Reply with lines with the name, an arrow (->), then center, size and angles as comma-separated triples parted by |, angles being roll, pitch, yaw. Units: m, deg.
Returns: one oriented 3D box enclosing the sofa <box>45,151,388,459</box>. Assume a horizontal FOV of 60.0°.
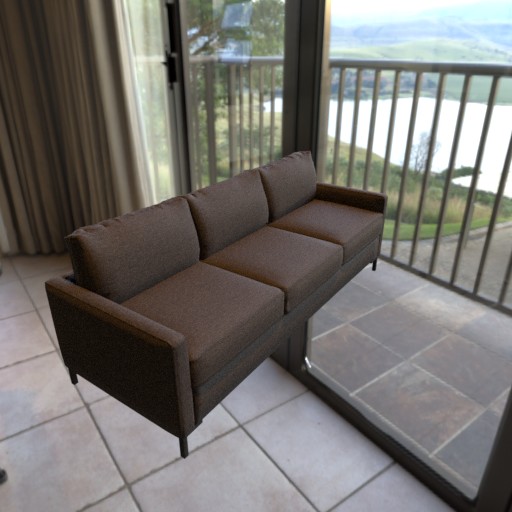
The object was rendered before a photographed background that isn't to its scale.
sofa -> 0.000, 0.000, 2.736 | 0.876, 0.882, 2.253 | 17, 30, 31
